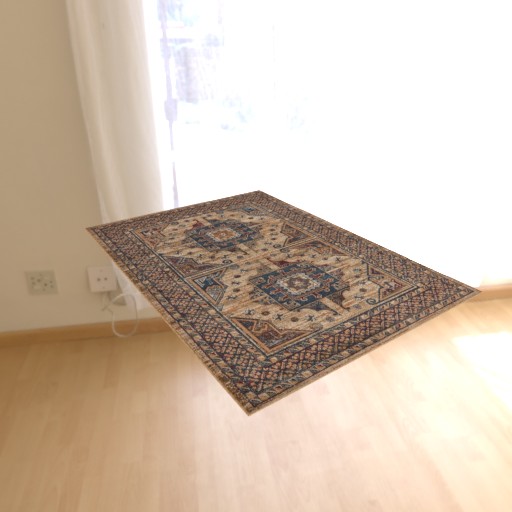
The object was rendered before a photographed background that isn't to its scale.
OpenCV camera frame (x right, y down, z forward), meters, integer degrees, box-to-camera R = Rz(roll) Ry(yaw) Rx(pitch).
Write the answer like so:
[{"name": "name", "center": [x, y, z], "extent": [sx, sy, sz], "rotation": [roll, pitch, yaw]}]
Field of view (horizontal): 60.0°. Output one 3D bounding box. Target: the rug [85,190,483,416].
[{"name": "rug", "center": [0.000, 0.000, 2.937], "extent": [1.611, 0.008, 2.227], "rotation": [-17, 32, -31]}]
